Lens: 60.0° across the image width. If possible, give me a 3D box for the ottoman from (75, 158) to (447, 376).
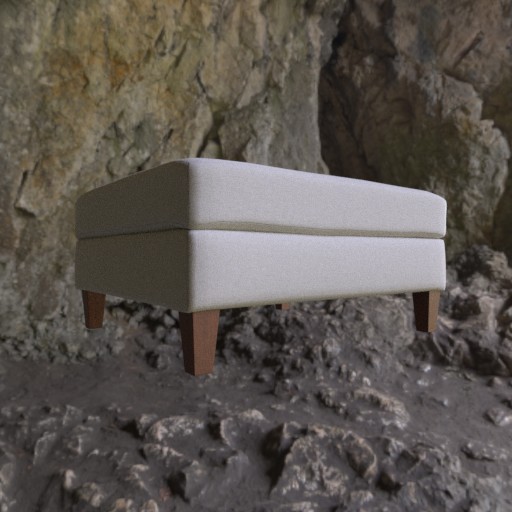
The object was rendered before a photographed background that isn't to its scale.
[{"bbox_3d":[0.000,0.000,1.485,0.976,0.492,0.836,0,0,-37],"label":"ottoman"}]
